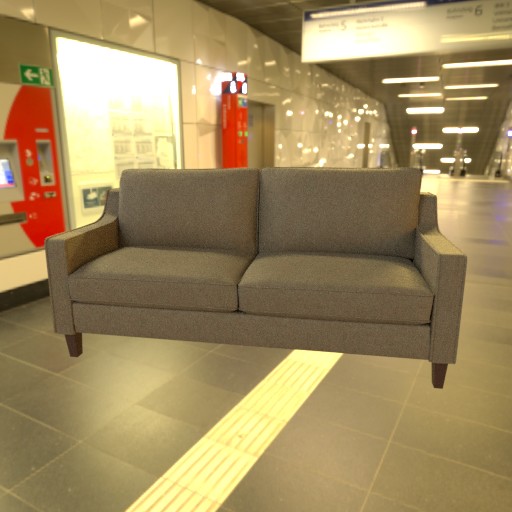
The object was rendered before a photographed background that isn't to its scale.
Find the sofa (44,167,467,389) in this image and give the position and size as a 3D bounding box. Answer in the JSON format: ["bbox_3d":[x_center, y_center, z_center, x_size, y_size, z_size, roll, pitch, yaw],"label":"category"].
[{"bbox_3d":[0.000,0.000,2.750,2.181,1.074,1.073,2,14,9],"label":"sofa"}]
